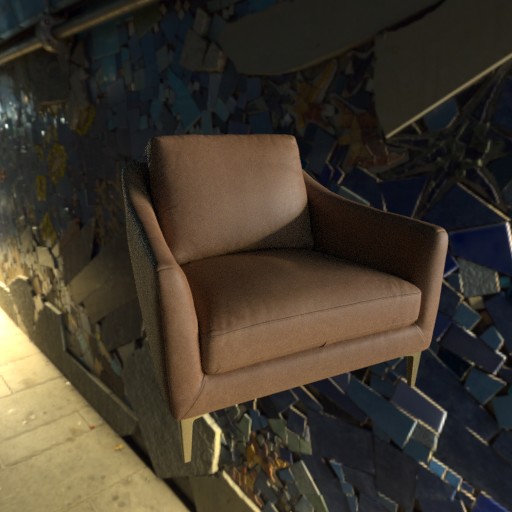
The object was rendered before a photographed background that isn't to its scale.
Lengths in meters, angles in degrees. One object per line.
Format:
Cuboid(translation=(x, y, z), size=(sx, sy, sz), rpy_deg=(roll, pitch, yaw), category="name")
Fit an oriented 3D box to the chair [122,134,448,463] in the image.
Cuboid(translation=(0.000, 0.000, 1.693), size=(0.988, 0.895, 0.963), rpy_deg=(-8, 17, -25), category="chair")
